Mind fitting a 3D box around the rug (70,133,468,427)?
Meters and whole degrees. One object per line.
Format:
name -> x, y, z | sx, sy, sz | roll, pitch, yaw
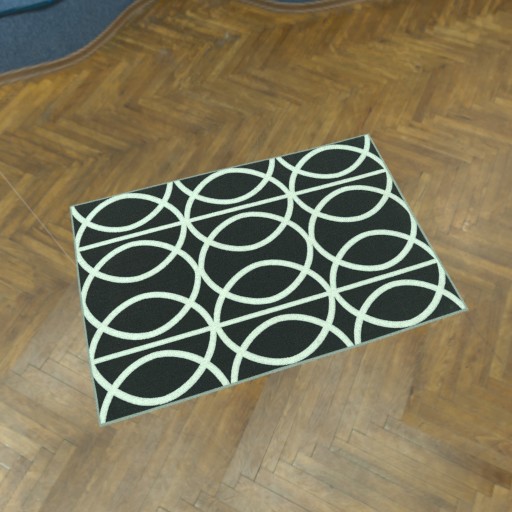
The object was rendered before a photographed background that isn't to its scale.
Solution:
rug -> 0.000, 0.000, 2.922 | 2.290, 0.014, 1.526 | -15, 63, -8
